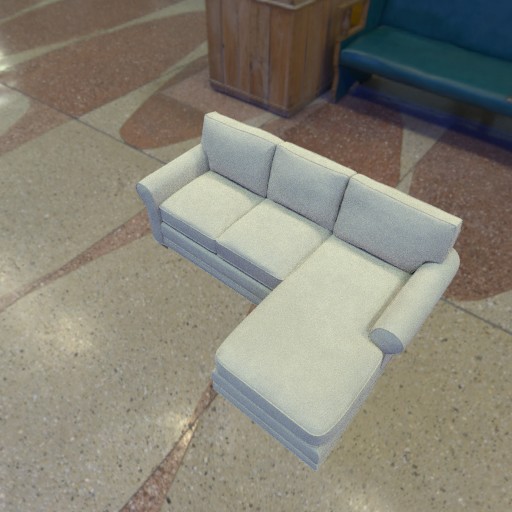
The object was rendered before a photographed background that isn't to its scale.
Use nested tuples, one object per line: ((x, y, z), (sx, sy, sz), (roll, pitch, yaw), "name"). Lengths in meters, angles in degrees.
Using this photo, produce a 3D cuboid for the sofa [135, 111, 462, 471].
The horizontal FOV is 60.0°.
((0.000, 0.000, 2.377), (1.770, 0.734, 1.226), (31, 54, 26), "sofa")
